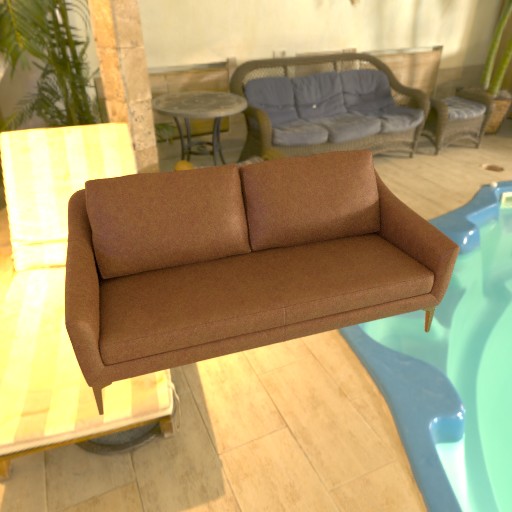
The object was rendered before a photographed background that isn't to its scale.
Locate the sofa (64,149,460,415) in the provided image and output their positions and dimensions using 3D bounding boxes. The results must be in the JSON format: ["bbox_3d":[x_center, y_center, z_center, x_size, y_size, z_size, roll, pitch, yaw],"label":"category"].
[{"bbox_3d":[0.000,0.000,2.576,2.036,0.945,0.981,-10,33,-16],"label":"sofa"}]
